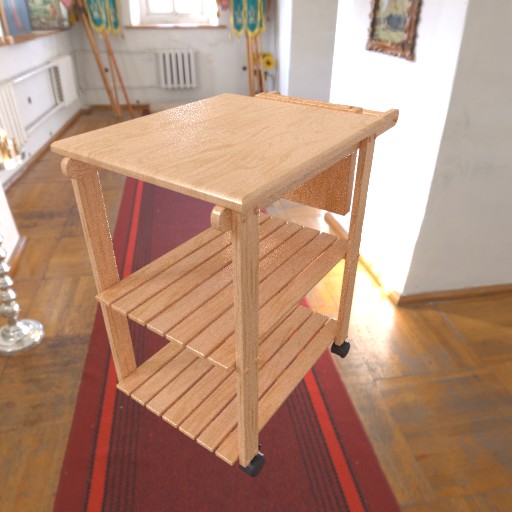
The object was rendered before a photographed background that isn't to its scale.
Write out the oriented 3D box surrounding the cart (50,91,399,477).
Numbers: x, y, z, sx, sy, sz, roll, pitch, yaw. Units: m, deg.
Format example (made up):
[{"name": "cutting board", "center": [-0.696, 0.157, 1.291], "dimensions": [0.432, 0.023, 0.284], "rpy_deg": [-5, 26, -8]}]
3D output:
[{"name": "cart", "center": [0.000, 0.000, 1.322], "dimensions": [0.520, 0.816, 0.843], "rpy_deg": [20, 37, 29]}]
